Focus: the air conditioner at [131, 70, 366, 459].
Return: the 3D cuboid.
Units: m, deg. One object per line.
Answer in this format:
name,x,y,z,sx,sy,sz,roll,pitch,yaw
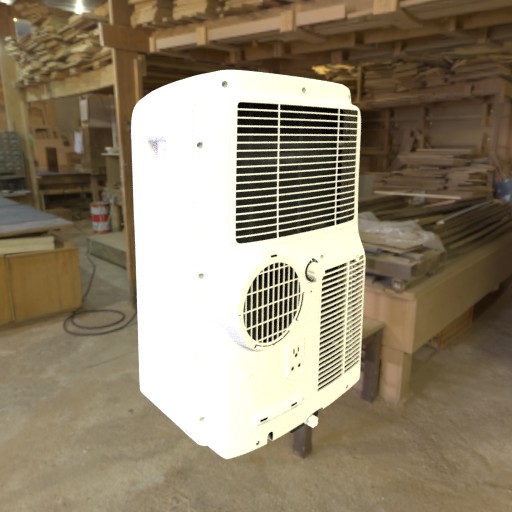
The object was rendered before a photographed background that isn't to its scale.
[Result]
air conditioner,0.000,0.000,0.957,0.454,0.700,0.365,-14,20,-42
